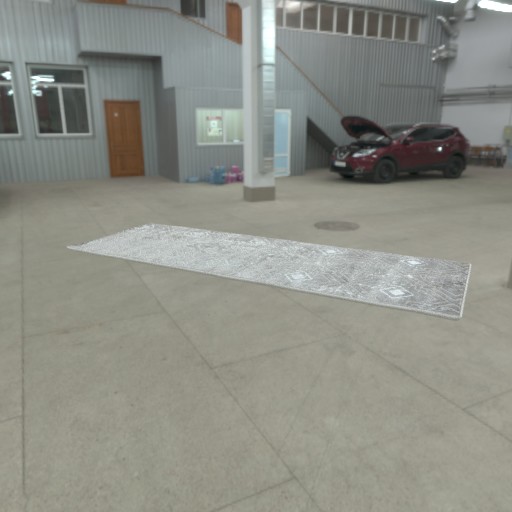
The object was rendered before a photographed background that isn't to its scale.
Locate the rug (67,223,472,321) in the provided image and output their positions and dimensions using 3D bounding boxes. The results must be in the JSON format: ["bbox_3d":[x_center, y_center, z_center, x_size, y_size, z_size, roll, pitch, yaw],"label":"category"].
[{"bbox_3d":[0.000,0.000,2.739,2.381,0.035,0.832,9,19,26],"label":"rug"}]
